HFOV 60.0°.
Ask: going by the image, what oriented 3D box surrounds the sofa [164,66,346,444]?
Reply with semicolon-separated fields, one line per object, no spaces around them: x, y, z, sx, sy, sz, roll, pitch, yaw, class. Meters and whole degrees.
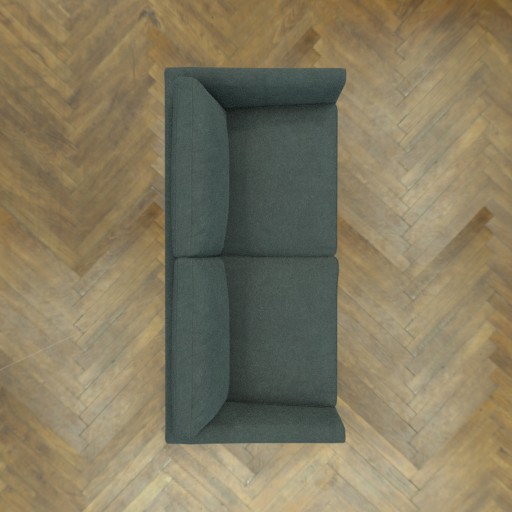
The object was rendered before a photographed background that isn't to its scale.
0.000;0.000;2.844;1.092;0.838;2.257;0;91;0;sofa
